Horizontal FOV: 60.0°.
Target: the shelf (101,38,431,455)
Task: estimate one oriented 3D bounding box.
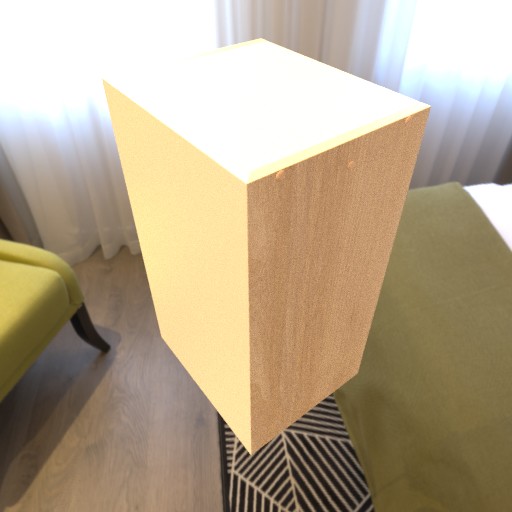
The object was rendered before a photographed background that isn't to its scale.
[{"bbox_3d":[0.000,0.000,0.796,0.290,0.600,0.350,-27,49,-27],"label":"shelf"}]
